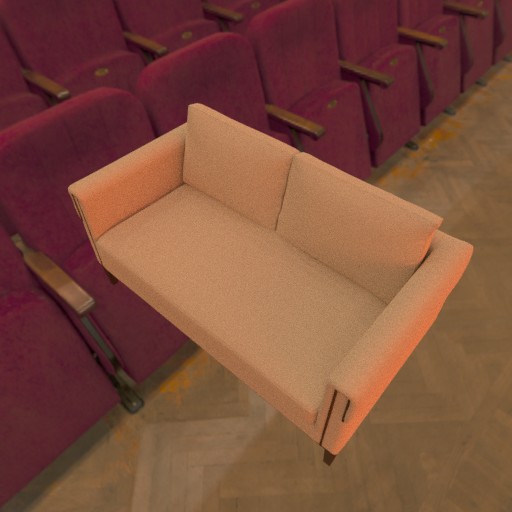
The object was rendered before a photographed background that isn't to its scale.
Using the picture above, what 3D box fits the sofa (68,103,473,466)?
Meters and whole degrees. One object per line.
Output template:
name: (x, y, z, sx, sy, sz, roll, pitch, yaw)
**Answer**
sofa: (0.000, 0.000, 2.091, 1.598, 0.873, 0.905, 33, 55, 27)
